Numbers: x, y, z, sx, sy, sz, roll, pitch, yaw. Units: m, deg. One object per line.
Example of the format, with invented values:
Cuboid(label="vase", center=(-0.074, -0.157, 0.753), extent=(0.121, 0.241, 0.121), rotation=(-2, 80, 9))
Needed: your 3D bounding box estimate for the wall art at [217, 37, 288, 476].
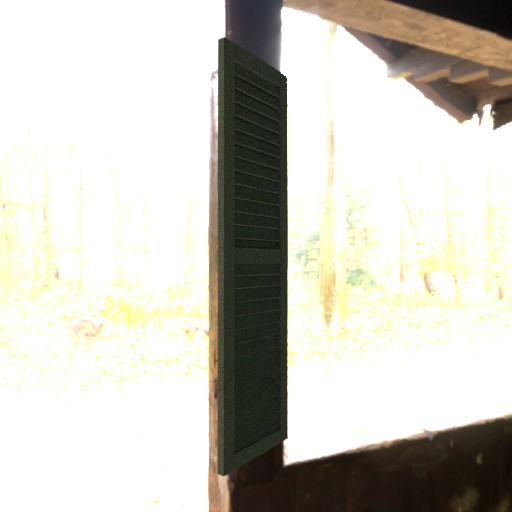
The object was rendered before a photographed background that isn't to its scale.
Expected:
Cuboid(label="wall art", center=(0.000, 0.000, 1.367), extent=(0.025, 1.219, 0.329), rotation=(-1, -1, 37))
